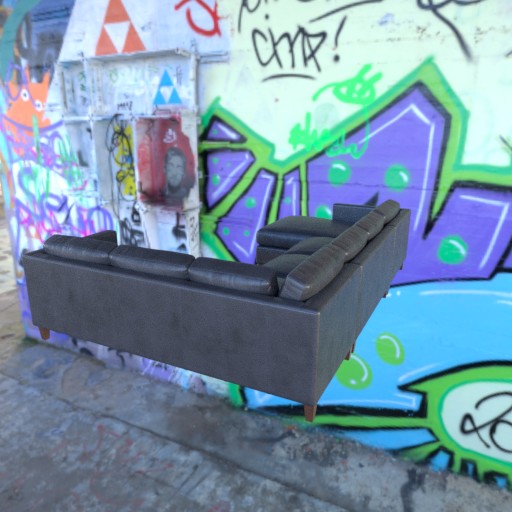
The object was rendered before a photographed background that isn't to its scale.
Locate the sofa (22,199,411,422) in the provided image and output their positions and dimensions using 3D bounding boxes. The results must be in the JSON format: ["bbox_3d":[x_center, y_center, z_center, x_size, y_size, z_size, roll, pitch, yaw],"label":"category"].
[{"bbox_3d":[0.000,0.000,4.438,2.452,0.891,3.324,8,19,26],"label":"sofa"}]
